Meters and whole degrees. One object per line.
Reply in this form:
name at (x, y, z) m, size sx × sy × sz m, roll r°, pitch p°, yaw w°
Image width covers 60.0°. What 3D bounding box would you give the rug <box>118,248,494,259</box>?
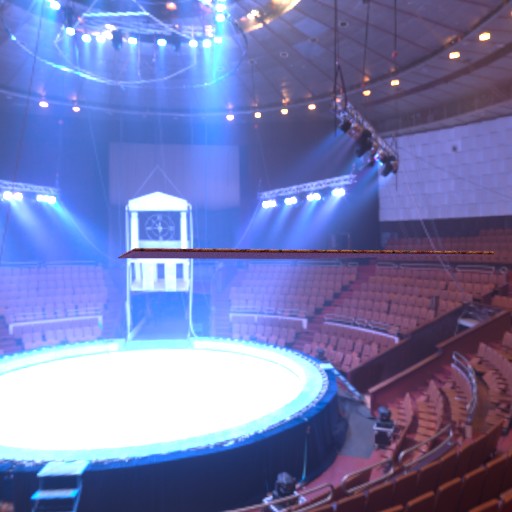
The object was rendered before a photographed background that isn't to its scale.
rug at (0.000, 0.000, 4.231) m, size 2.446 × 0.020 × 3.215 m, roll 0°, pitch -1°, yaw -19°
